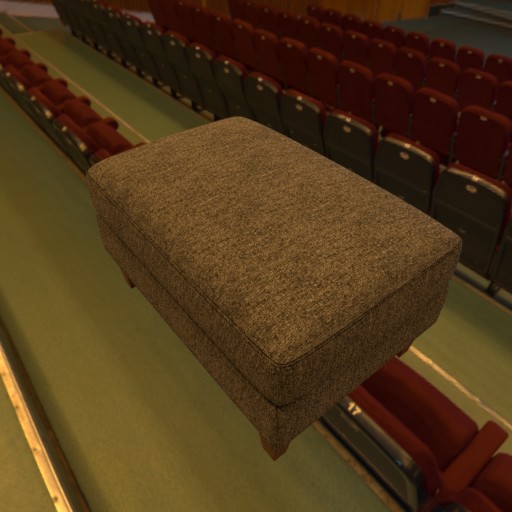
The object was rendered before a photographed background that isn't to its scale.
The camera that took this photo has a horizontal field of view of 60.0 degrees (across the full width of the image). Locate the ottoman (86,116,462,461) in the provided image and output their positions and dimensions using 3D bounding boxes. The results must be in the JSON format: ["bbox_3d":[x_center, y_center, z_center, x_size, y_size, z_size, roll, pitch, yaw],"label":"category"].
[{"bbox_3d":[0.000,0.000,1.229,0.584,0.483,0.864,-28,49,-28],"label":"ottoman"}]
